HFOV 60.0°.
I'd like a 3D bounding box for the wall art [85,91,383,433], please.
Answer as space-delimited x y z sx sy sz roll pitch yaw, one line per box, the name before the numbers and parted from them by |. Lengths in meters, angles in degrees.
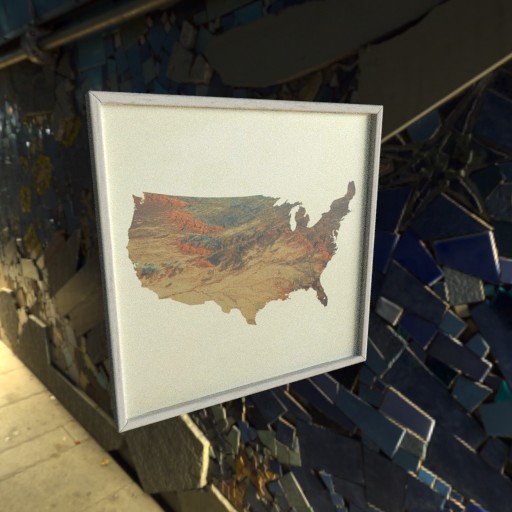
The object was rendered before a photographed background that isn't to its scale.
wall art | 0.000 0.000 1.936 1.287 1.288 0.078 -8 16 -27
